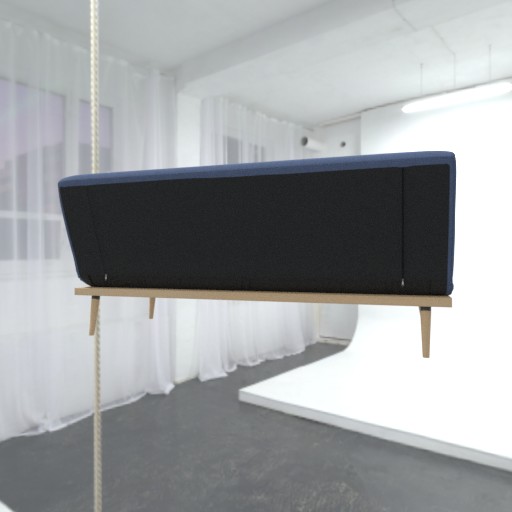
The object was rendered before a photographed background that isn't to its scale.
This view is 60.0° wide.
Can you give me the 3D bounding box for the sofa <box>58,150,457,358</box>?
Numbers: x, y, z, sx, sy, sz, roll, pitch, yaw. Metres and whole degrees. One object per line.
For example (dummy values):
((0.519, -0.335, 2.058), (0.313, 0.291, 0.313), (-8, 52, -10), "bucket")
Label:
((0.000, 0.000, 2.233), (1.800, 0.800, 0.796), (0, 0, 18), "sofa")
